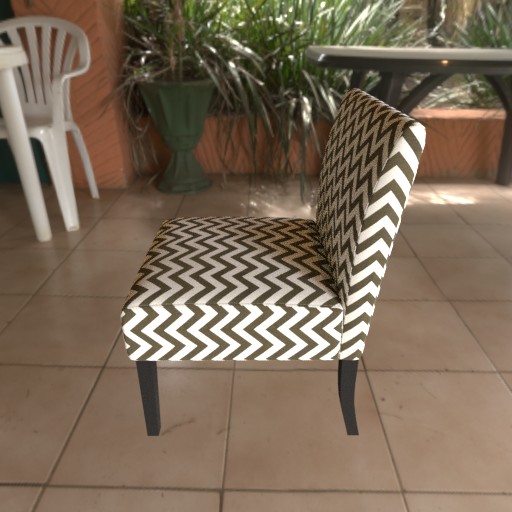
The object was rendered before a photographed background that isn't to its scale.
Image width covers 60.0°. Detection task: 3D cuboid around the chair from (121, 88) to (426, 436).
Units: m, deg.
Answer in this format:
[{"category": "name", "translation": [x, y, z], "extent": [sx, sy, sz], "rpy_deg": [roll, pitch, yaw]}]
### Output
[{"category": "chair", "translation": [0.000, 0.000, 1.256], "extent": [0.648, 0.838, 0.589], "rpy_deg": [0, 27, 0]}]
